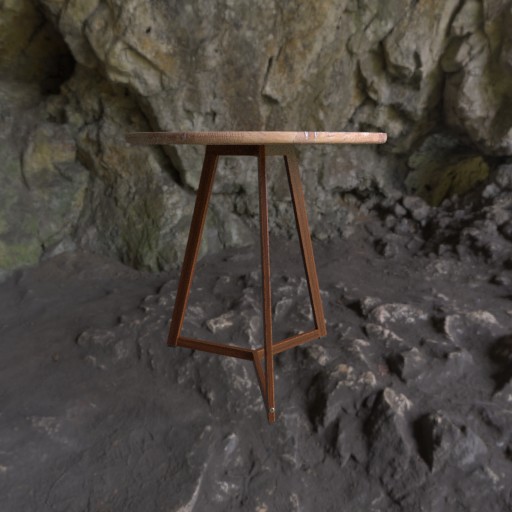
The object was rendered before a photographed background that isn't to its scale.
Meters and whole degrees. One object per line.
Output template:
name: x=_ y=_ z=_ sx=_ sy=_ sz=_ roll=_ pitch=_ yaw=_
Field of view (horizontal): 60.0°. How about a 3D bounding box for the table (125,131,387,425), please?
table: x=0.000 y=0.000 z=0.942 sx=0.500 sy=0.500 sz=0.500 roll=0 pitch=15 yaw=0
